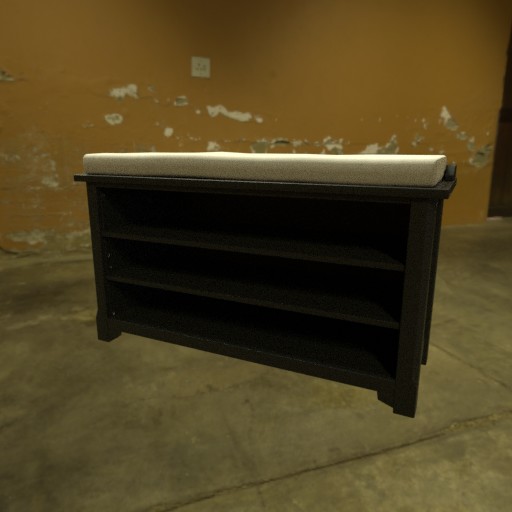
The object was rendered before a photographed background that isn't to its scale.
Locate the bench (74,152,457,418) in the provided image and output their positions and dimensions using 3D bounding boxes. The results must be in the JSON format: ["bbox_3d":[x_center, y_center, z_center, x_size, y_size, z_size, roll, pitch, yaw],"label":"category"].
[{"bbox_3d":[0.000,0.000,1.240,0.973,0.561,0.345,7,16,25],"label":"bench"}]
